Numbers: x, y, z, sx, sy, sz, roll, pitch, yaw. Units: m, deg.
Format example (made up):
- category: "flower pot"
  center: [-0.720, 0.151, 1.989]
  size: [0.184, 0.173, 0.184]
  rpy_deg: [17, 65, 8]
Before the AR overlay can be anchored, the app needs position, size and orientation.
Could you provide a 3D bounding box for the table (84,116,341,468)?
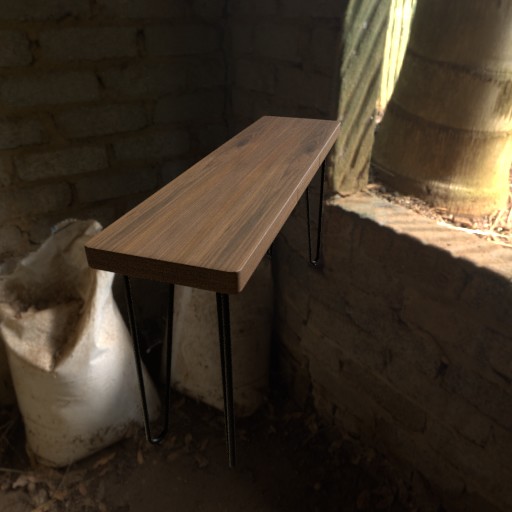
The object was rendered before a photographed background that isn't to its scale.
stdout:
- category: "table"
  center: [0.000, 0.000, 1.915]
  size: [0.425, 0.834, 1.570]
  rpy_deg: [9, 31, 16]
